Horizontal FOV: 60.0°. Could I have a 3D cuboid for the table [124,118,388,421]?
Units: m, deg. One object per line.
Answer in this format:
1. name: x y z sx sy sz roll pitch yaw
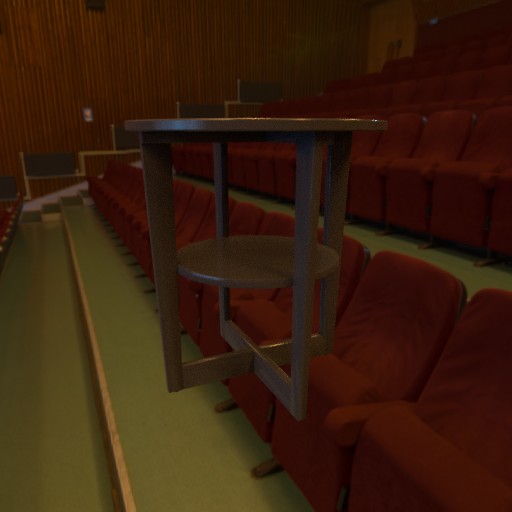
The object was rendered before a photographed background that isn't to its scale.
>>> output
1. table: 0.000 0.000 0.949 0.500 0.550 0.500 0 16 0
